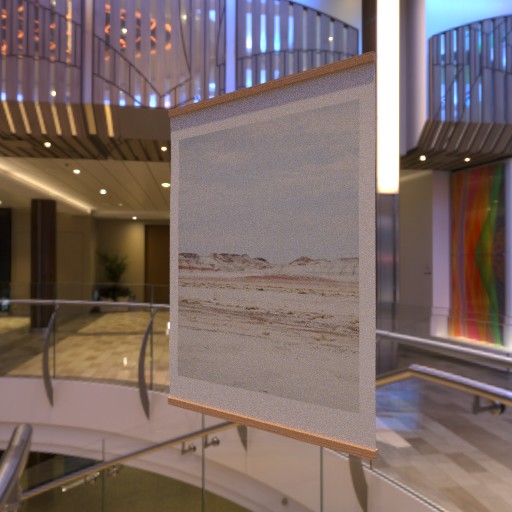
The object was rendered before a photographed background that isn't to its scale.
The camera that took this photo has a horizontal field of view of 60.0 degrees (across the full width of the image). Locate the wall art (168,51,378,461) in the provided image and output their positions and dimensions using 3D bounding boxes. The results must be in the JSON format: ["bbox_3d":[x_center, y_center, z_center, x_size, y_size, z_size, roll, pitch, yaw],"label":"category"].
[{"bbox_3d":[0.000,0.000,1.324,0.739,1.016,0.020,0,-1,36],"label":"wall art"}]
